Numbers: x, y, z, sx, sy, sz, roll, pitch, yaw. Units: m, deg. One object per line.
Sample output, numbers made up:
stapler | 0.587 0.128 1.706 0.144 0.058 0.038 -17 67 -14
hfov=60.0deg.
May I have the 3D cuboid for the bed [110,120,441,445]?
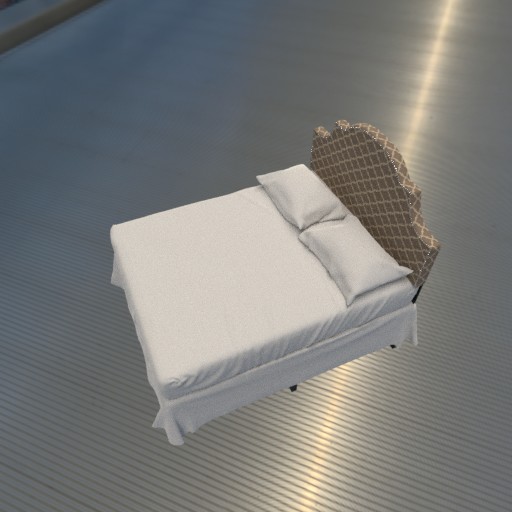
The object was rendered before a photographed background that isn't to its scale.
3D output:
bed | 0.000 0.000 3.409 2.222 1.633 1.780 -18 50 -16
